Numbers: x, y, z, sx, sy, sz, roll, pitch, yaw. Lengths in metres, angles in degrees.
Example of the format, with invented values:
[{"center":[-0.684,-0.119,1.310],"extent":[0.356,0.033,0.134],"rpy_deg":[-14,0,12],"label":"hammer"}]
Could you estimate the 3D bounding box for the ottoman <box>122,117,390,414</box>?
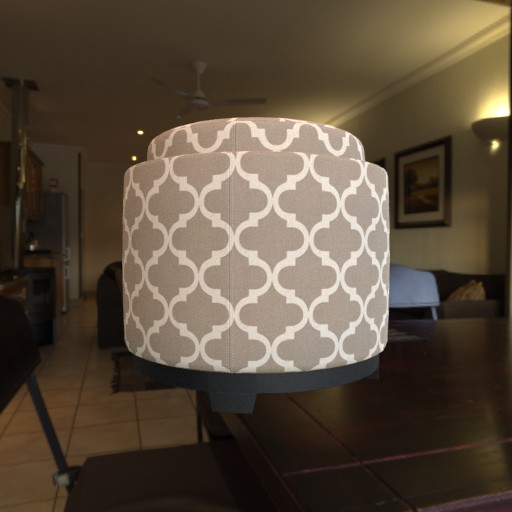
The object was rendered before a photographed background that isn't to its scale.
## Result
[{"center":[0.000,0.000,0.832],"extent":[0.480,0.429,0.480],"rpy_deg":[0,1,0],"label":"ottoman"}]
